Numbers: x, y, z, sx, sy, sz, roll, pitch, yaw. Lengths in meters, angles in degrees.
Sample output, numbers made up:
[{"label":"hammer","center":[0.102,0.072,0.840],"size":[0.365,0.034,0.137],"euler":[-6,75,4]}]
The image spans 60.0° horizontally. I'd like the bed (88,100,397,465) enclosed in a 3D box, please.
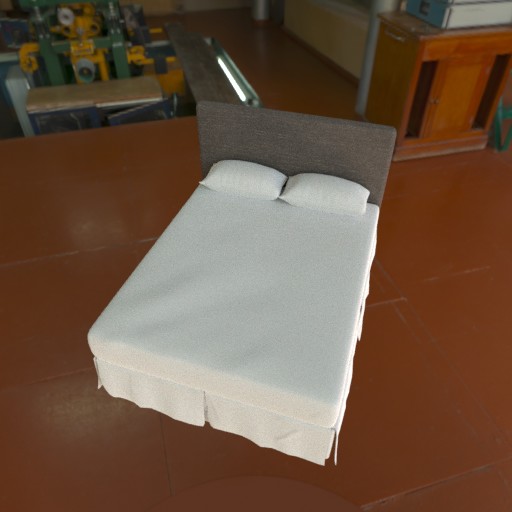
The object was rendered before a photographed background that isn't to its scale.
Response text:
[{"label":"bed","center":[0.000,0.000,3.262],"size":[1.723,1.330,2.142],"euler":[12,43,13]}]
